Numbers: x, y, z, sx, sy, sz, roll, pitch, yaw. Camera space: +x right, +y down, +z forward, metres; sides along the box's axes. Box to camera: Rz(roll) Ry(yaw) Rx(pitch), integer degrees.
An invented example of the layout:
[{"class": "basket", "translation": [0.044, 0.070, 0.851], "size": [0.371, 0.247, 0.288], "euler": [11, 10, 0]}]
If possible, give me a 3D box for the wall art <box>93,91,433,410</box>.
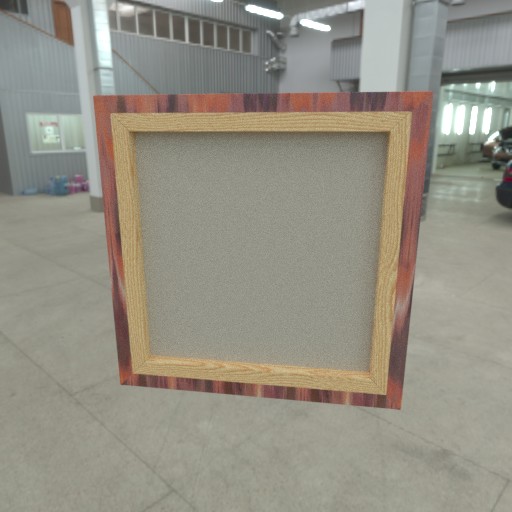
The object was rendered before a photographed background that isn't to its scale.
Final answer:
[{"class": "wall art", "translation": [0.000, 0.000, 0.592], "size": [0.403, 0.406, 0.038], "euler": [2, 16, 8]}]
